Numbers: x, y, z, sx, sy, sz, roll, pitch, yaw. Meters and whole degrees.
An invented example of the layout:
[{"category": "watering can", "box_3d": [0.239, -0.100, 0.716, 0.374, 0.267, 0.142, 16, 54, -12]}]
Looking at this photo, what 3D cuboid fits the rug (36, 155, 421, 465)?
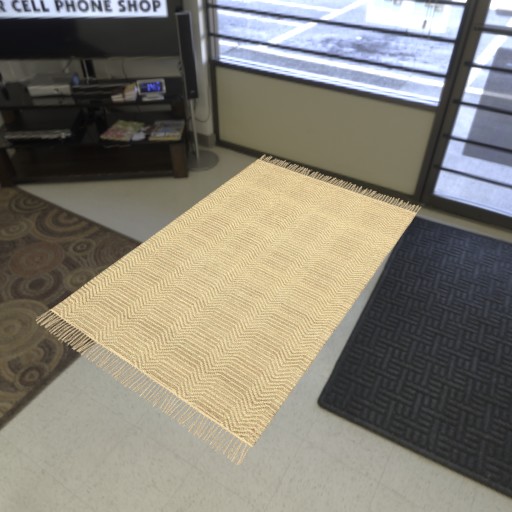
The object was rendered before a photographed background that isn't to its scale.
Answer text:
[{"category": "rug", "box_3d": [0.000, 0.000, 3.123, 1.528, 0.034, 2.523, 24, 47, 25]}]
